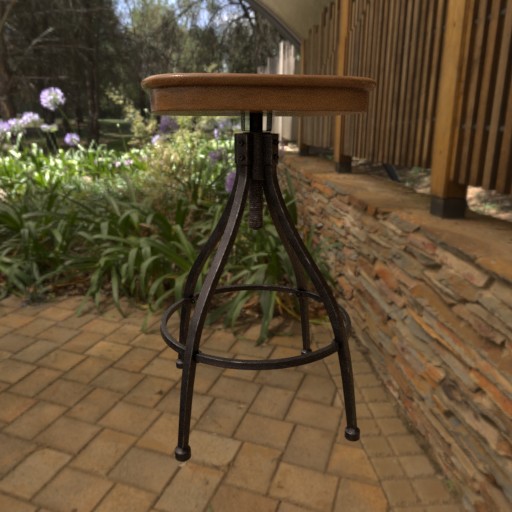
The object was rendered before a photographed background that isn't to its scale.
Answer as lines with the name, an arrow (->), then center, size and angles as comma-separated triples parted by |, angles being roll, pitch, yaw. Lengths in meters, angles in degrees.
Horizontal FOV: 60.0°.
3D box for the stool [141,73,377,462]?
stool -> 0.000, 0.000, 0.954 | 0.432, 0.694, 0.424 | -3, 16, -9
